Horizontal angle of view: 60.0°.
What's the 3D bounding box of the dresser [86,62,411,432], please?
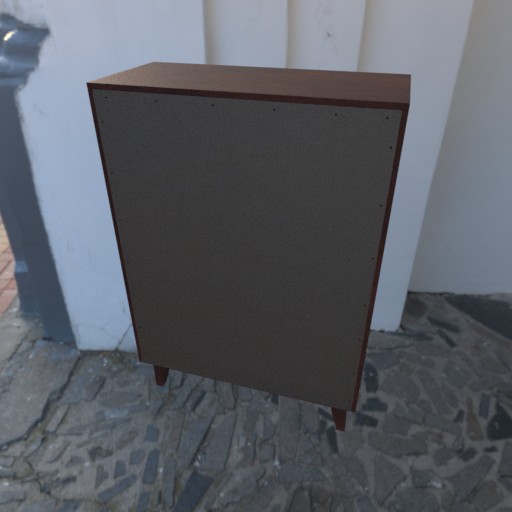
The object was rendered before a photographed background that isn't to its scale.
[{"bbox_3d":[0.000,0.000,2.001,1.072,1.514,0.506,9,33,14],"label":"dresser"}]
